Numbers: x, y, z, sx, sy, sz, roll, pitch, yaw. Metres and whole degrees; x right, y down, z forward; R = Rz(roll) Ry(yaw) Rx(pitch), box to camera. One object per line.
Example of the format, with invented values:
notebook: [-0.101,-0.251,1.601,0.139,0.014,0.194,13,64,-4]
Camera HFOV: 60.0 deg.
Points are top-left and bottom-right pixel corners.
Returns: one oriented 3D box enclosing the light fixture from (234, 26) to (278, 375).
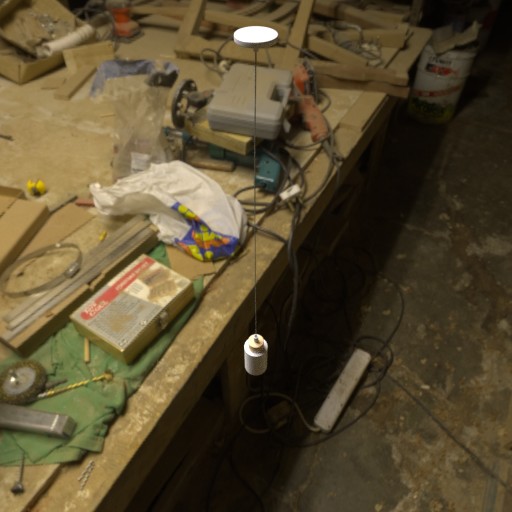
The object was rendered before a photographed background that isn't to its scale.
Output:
light fixture: [0.000,0.000,1.896,0.125,1.798,0.125,22,50,20]
